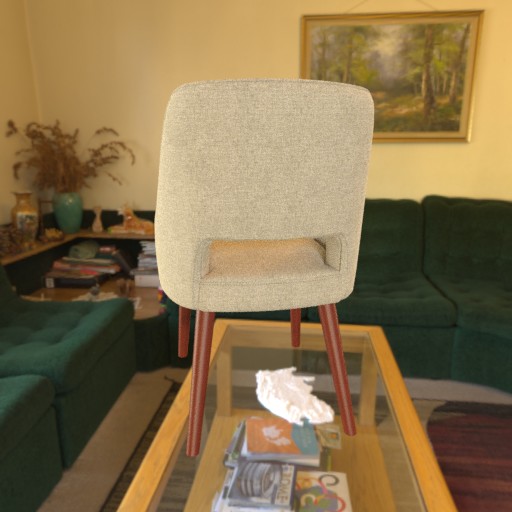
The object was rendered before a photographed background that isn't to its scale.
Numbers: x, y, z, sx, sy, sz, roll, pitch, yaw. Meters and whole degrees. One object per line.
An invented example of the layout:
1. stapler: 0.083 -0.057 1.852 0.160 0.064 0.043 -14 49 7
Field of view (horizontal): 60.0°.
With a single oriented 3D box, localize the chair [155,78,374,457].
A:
1. chair: 0.000 0.000 1.235 0.548 0.849 0.605 -3 14 -11
